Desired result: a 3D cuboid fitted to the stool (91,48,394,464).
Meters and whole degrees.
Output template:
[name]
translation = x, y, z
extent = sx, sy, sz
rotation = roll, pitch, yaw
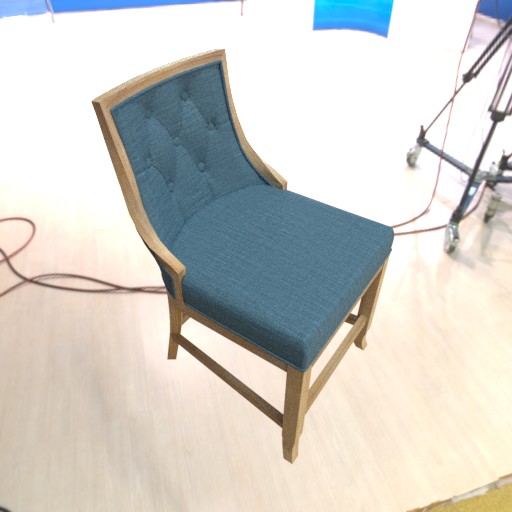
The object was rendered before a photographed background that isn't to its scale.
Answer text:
[stool]
translation = 0.000, 0.000, 1.278
extent = 0.626, 0.938, 0.524
rotation = 25, 48, 25
